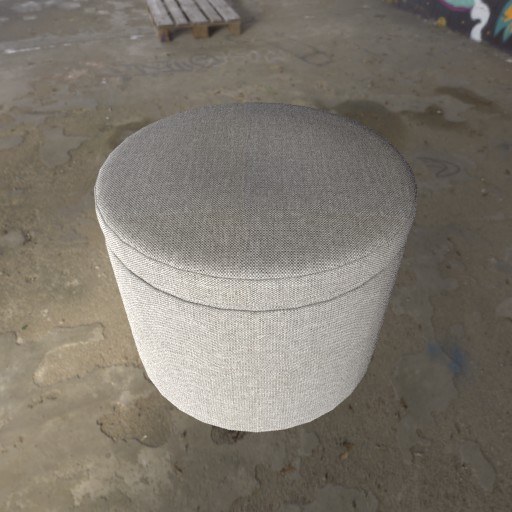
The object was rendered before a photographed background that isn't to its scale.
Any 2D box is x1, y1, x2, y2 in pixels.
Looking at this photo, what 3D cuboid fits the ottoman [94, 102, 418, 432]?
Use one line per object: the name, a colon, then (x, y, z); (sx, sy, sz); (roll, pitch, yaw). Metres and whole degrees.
ottoman: (0.000, 0.000, 0.827); (0.500, 0.419, 0.500); (0, 42, 0)
